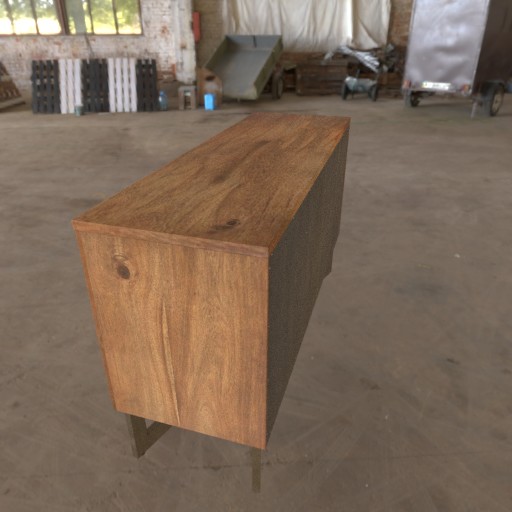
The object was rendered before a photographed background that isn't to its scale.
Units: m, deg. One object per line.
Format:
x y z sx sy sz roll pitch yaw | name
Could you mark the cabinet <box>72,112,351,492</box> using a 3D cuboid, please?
0.000 0.000 1.697 0.480 0.812 1.373 8 29 15 | cabinet
